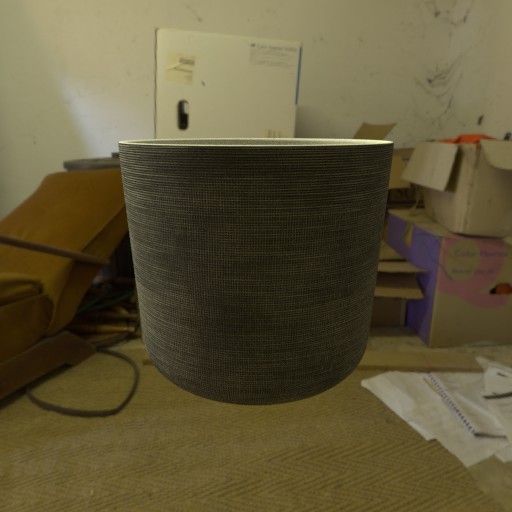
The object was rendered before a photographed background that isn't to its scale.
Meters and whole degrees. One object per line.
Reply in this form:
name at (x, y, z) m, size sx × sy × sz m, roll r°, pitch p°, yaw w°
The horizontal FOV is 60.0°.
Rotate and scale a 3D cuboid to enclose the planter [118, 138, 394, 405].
planter at (0.000, 0.000, 0.792) m, size 0.440 × 0.398 × 0.440 m, roll 0°, pitch 16°, yaw 0°
